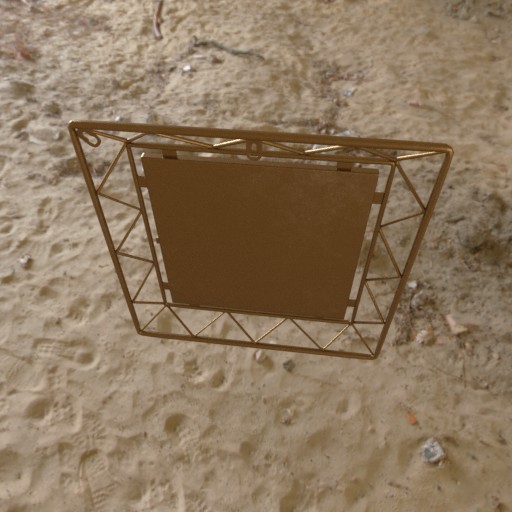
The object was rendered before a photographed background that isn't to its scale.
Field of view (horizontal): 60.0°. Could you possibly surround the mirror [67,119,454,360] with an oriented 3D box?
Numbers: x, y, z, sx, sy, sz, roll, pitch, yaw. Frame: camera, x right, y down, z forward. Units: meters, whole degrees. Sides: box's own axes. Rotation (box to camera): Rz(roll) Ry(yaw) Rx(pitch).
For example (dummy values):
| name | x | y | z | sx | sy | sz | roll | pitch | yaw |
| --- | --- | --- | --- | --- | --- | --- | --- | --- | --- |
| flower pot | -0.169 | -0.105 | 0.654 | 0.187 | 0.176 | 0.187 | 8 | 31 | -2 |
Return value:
| name | x | y | z | sx | sy | sz | roll | pitch | yaw |
| --- | --- | --- | --- | --- | --- | --- | --- | --- | --- |
| mirror | 0.000 | 0.000 | 0.627 | 0.416 | 0.414 | 0.046 | 5 | 46 | 5 |
